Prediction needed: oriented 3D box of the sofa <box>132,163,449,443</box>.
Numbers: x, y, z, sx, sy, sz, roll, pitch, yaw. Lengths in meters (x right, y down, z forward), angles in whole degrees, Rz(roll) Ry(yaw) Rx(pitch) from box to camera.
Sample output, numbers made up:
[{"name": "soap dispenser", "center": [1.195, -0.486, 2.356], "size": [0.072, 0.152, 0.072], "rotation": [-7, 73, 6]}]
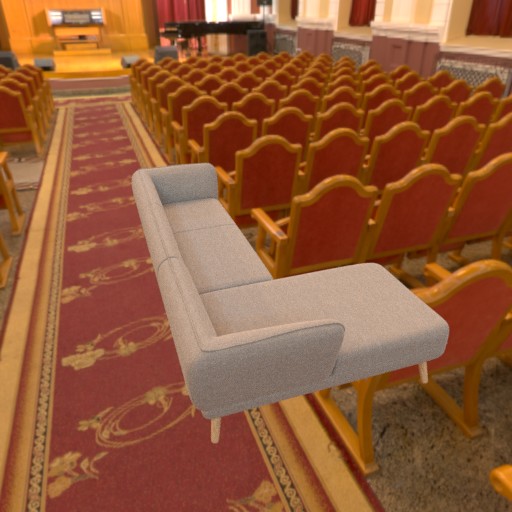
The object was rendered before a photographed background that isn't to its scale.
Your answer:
[{"name": "sofa", "center": [0.000, 0.000, 3.318], "size": [1.532, 0.693, 2.653], "rotation": [-10, 31, -16]}]
